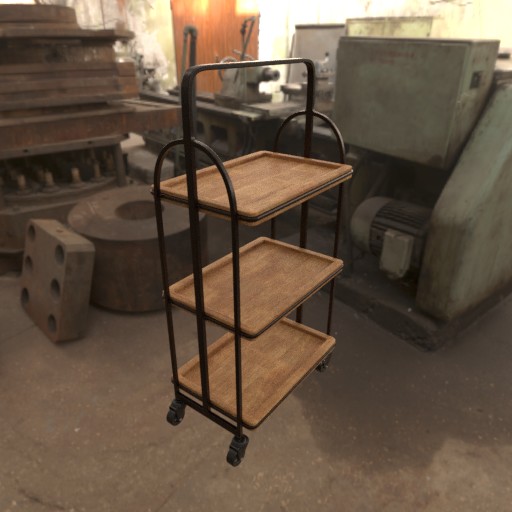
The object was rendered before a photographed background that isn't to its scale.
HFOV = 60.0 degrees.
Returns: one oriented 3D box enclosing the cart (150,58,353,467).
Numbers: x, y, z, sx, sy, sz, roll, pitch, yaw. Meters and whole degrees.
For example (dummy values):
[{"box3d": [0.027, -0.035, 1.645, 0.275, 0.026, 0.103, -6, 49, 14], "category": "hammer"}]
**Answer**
[{"box3d": [0.000, 0.000, 1.242, 0.327, 1.001, 0.553, 18, 32, 33], "category": "cart"}]
